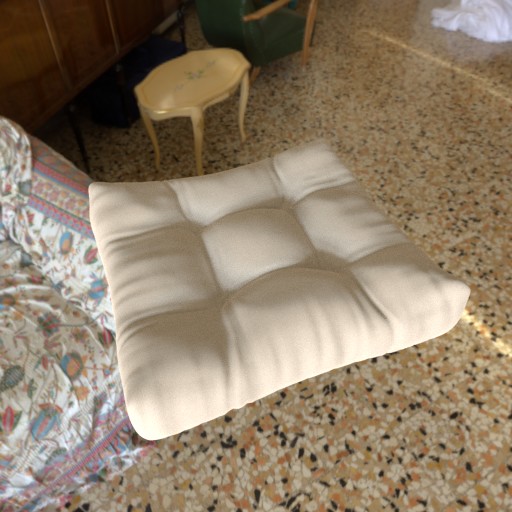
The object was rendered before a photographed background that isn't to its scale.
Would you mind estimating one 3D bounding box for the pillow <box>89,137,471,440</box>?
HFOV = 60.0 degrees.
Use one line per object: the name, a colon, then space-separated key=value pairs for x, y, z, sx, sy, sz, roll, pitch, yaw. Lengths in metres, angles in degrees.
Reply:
pillow: x=0.000 y=0.000 z=0.734 sx=0.490 sy=0.128 sz=0.468 roll=-15 pitch=48 yaw=-15
